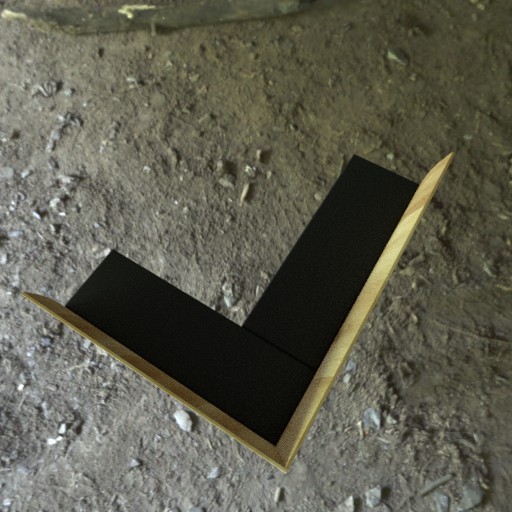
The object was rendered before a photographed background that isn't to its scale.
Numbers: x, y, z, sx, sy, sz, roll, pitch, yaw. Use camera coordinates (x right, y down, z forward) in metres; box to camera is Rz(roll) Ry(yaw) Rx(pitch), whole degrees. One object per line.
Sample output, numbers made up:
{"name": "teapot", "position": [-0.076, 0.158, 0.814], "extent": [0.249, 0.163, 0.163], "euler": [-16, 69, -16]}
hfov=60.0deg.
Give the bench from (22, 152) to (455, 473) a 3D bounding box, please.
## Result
{"name": "bench", "position": [0.000, 0.000, 2.771], "extent": [1.495, 0.930, 1.945], "euler": [29, 67, 13]}
